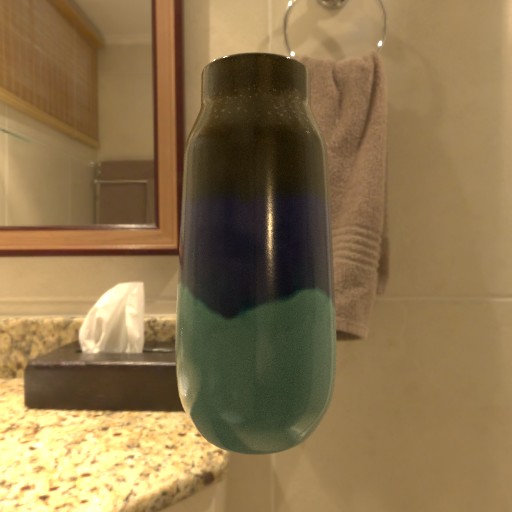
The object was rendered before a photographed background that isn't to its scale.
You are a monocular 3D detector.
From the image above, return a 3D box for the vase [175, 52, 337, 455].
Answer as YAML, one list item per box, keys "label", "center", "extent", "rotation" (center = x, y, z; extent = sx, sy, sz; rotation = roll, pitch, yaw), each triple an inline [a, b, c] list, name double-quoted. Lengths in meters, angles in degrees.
- label: "vase"
  center: [0.000, 0.000, 0.385]
  extent: [0.139, 0.313, 0.139]
  rotation: [0, 2, 0]
